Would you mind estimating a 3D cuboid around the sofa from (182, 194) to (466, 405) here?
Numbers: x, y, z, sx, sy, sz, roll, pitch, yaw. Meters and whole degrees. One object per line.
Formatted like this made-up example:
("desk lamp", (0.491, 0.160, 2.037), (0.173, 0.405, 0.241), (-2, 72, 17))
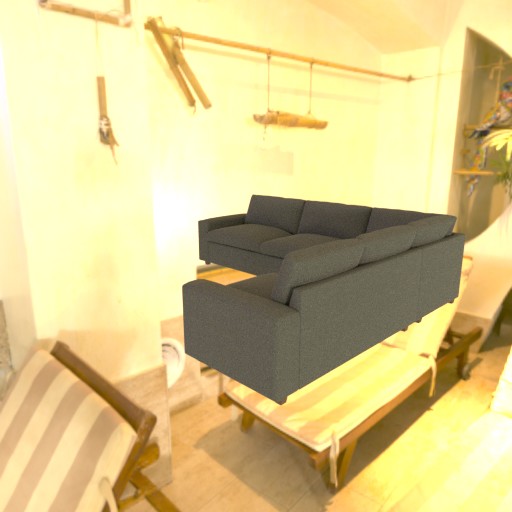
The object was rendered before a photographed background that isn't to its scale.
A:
("sofa", (0.000, 0.000, 4.807), (2.895, 0.965, 3.277), (-13, 19, -43))
